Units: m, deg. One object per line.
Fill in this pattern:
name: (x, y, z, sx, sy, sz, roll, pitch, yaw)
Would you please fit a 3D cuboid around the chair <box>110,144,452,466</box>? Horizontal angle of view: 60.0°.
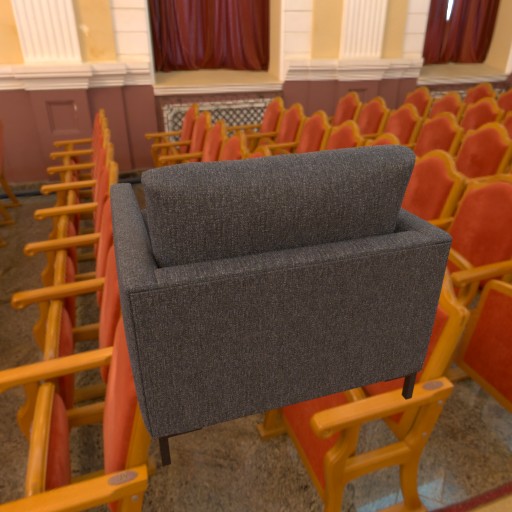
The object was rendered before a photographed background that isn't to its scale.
chair: (0.000, 0.000, 1.601, 0.963, 0.861, 0.866, -8, 28, -17)
